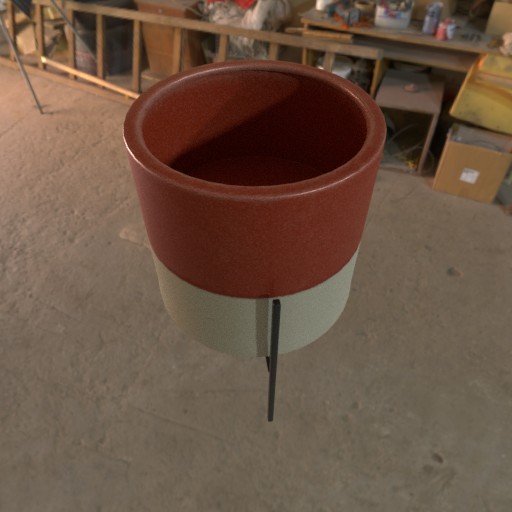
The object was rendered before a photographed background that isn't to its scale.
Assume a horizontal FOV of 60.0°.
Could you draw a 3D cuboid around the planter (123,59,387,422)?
[{"bbox_3d":[0.000,0.000,0.520,0.235,0.354,0.251,-6,47,-5],"label":"planter"}]
